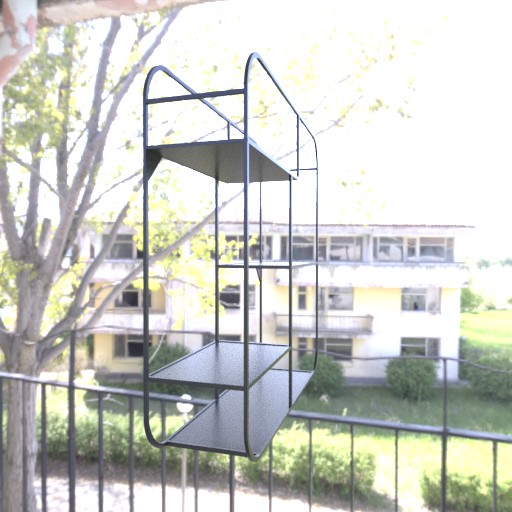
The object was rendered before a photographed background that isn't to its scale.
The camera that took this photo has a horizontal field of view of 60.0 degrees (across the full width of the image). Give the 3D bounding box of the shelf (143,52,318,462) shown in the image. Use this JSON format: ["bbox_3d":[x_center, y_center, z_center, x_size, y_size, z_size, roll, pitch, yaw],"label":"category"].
[{"bbox_3d":[0.000,0.000,0.909,0.160,0.600,0.600,0,1,17],"label":"shelf"}]
